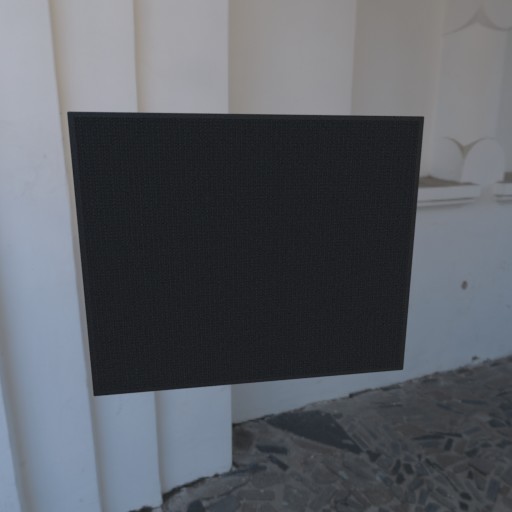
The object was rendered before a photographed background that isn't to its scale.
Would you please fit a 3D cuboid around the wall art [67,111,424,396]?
[{"bbox_3d":[0.000,0.000,0.752,0.559,0.458,0.029,-2,14,-9],"label":"wall art"}]
